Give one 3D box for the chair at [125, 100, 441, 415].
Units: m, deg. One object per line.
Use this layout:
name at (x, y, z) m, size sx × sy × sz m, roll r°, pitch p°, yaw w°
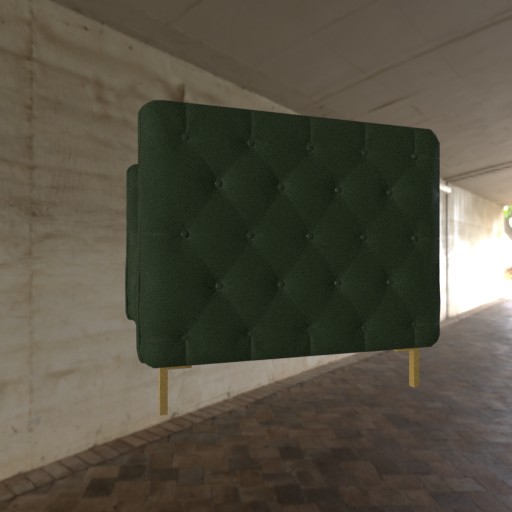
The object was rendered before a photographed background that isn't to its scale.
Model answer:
chair at (0.000, 0.000, 1.551) m, size 0.855 × 0.768 × 0.917 m, roll 0°, pitch 0°, yaw -18°
